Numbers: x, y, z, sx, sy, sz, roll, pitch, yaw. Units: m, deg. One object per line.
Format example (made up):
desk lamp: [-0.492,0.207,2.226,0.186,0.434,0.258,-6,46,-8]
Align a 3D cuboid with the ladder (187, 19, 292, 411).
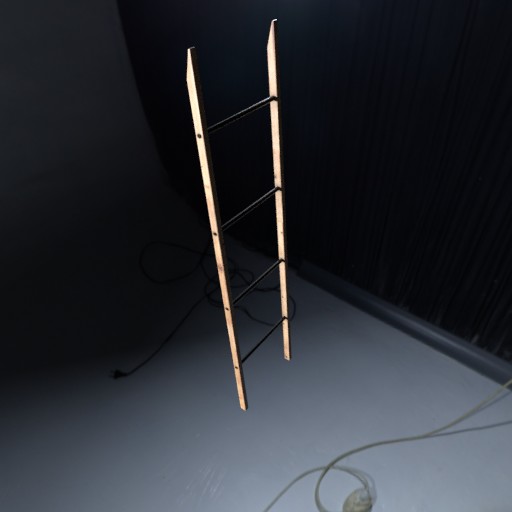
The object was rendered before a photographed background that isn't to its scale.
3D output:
ladder: [0.000,0.000,1.973,0.200,1.805,0.442,27,48,28]
